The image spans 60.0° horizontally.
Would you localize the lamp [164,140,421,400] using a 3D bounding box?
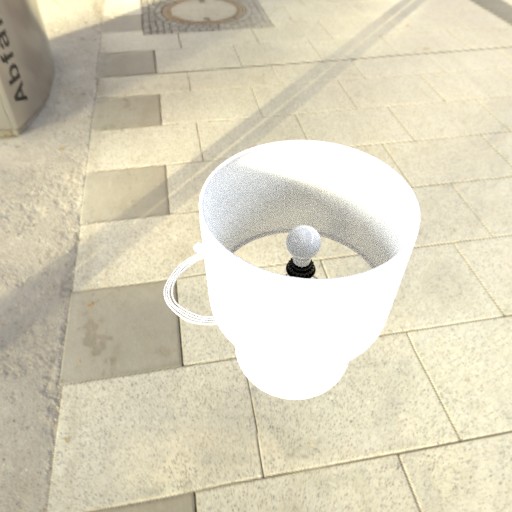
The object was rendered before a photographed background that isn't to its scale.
[{"bbox_3d":[0.000,0.000,0.856,0.401,0.457,0.546,-9,47,-9],"label":"lamp"}]
